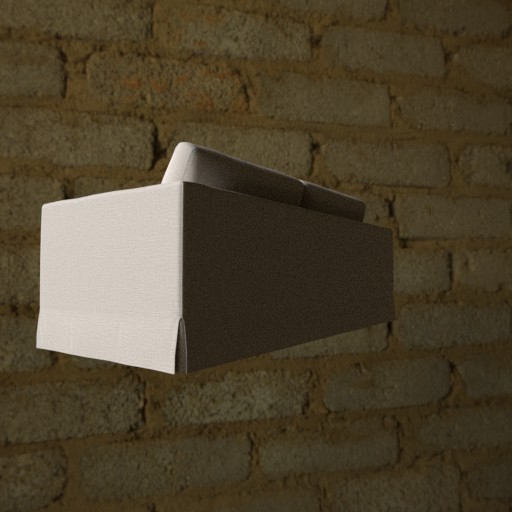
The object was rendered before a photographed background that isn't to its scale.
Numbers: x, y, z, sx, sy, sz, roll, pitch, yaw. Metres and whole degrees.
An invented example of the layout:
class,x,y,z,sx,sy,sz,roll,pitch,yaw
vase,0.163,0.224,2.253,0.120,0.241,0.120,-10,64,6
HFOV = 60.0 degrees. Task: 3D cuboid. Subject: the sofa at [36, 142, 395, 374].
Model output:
class,x,y,z,sx,sy,sz,roll,pitch,yaw
sofa,0.000,0.000,2.638,0.954,0.881,2.163,-2,-3,36
